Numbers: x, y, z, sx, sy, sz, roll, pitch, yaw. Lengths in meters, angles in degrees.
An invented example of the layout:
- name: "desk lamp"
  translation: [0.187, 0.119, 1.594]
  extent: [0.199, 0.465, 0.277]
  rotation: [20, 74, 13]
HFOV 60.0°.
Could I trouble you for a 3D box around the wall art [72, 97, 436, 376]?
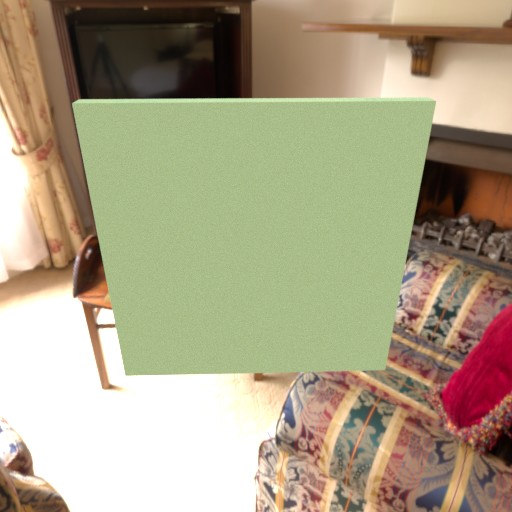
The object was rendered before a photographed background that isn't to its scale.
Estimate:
- name: "wall art"
  translation: [0.000, 0.000, 0.895]
  extent: [0.603, 0.603, 0.036]
  rotation: [-1, 29, -2]
